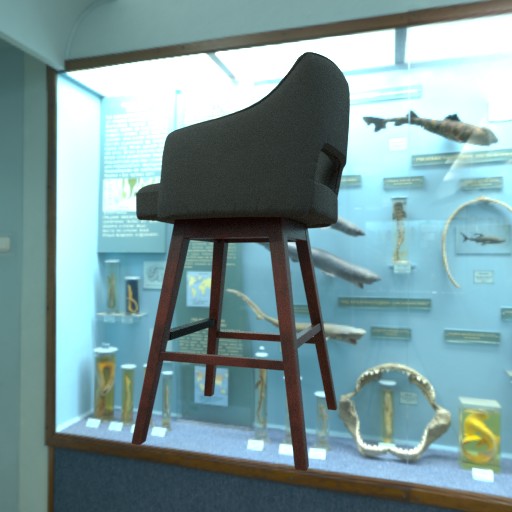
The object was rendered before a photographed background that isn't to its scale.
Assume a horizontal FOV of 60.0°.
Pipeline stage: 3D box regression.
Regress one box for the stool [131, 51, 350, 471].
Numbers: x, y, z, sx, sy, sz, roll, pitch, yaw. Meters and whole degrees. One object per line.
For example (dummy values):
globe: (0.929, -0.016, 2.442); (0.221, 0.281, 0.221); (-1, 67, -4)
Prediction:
stool: (0.000, 0.000, 1.330); (0.558, 1.012, 0.548); (0, -1, 19)
